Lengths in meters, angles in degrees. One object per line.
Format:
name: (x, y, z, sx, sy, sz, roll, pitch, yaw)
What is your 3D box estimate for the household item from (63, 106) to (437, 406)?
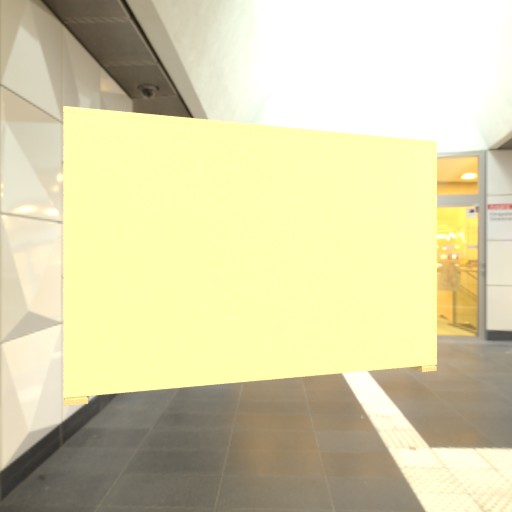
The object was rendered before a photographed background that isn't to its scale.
household item: (0.000, 0.000, 1.677, 1.300, 0.867, 0.420, 0, 0, -18)
